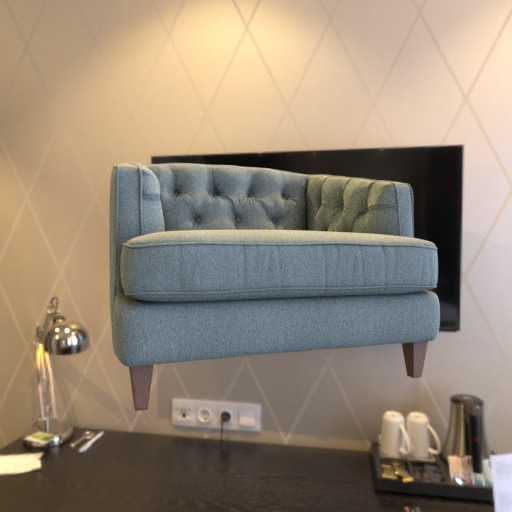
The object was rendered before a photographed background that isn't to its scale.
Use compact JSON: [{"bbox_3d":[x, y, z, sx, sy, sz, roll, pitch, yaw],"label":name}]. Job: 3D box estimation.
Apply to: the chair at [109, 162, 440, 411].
[{"bbox_3d":[0.000,0.000,1.739,1.094,0.852,0.945,0,1,-20],"label":"chair"}]
